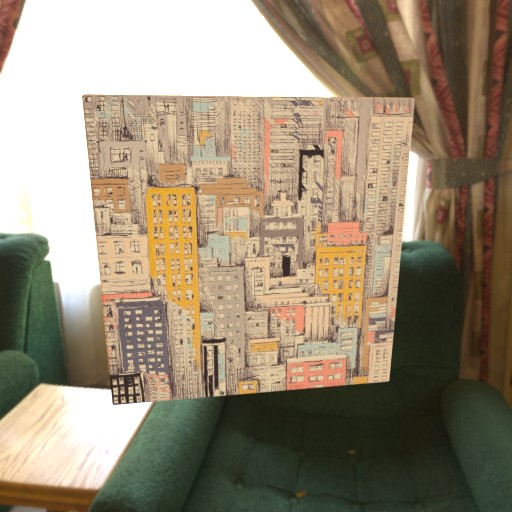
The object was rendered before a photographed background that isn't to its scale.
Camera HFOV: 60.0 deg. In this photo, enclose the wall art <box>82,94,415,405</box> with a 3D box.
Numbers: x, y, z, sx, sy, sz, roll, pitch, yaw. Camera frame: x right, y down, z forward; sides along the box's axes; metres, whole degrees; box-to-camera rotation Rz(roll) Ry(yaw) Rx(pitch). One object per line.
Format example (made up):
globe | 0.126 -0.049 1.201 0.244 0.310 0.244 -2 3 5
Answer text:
wall art | 0.000 0.000 0.896 0.607 0.608 0.038 -2 16 -8
